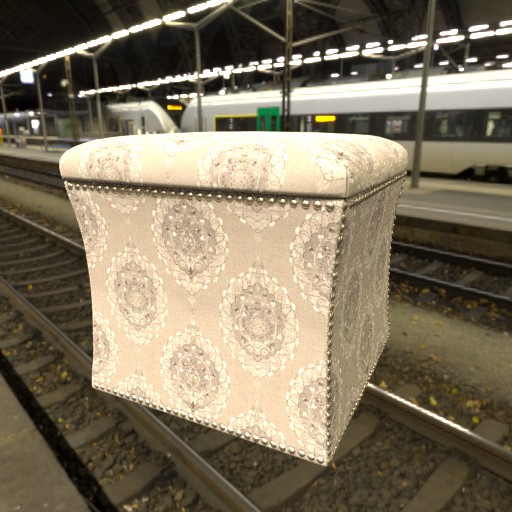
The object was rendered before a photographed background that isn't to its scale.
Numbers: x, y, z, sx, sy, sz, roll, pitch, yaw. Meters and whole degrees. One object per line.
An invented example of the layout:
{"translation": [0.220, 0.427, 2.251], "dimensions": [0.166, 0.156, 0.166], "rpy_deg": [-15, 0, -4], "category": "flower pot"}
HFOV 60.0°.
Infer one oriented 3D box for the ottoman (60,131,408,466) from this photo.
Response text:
{"translation": [0.000, 0.000, 0.876], "dimensions": [0.497, 0.473, 0.507], "rpy_deg": [8, 18, 25], "category": "ottoman"}
